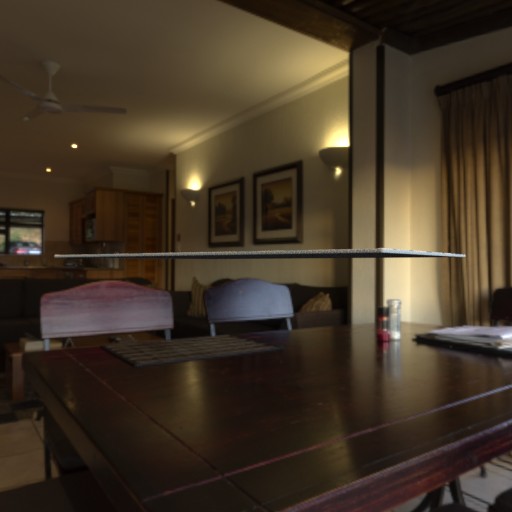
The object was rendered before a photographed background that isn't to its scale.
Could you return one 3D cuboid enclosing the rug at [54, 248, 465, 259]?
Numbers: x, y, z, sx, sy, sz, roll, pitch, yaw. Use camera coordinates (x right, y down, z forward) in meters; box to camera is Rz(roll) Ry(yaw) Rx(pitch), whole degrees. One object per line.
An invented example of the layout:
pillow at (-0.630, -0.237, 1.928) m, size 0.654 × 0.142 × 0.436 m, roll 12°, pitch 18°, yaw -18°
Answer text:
rug at (0.000, 0.000, 2.368) m, size 1.829 × 0.014 × 1.235 m, roll -1°, pitch -1°, yaw 36°
